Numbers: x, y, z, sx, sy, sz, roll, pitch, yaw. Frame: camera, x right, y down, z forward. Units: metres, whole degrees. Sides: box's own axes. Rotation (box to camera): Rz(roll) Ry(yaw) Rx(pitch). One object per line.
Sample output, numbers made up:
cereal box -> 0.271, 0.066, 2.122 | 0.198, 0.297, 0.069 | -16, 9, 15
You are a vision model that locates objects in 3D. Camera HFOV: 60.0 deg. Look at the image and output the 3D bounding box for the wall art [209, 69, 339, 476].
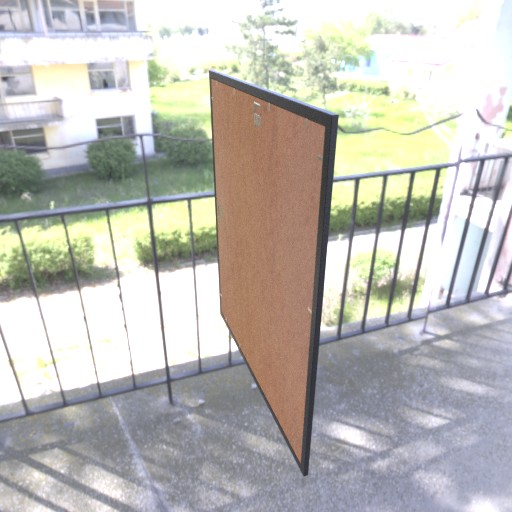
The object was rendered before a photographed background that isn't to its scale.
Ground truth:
wall art -> 0.000, 0.000, 0.912 | 0.018, 0.660, 0.559 | -10, 30, -18
